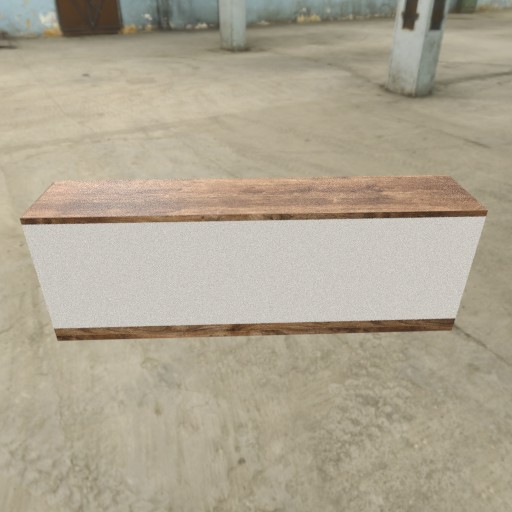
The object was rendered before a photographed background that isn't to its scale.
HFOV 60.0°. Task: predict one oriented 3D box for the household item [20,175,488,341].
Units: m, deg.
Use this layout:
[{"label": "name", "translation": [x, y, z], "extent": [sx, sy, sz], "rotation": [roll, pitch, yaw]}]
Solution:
[{"label": "household item", "translation": [0.000, 0.000, 2.028], "extent": [1.800, 0.615, 0.390], "rotation": [-1, 31, -2]}]
